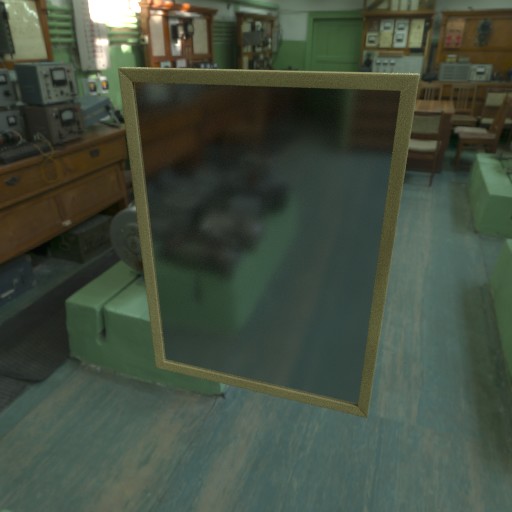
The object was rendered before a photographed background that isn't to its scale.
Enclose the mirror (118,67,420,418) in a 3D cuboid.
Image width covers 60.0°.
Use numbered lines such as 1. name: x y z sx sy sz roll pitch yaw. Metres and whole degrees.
1. mirror: 0.000 0.000 1.313 0.762 1.016 0.040 8 27 16
